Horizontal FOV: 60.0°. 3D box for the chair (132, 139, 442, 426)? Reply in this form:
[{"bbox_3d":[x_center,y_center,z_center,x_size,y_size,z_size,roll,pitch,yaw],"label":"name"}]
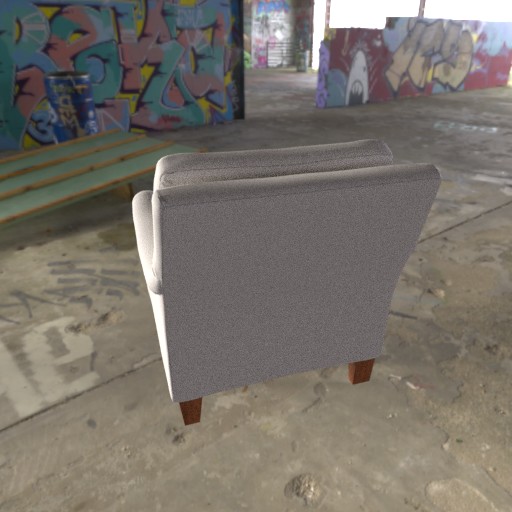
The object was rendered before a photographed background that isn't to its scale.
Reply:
[{"bbox_3d":[0.000,0.000,1.883,0.955,1.038,1.070,-8,28,-16],"label":"chair"}]
